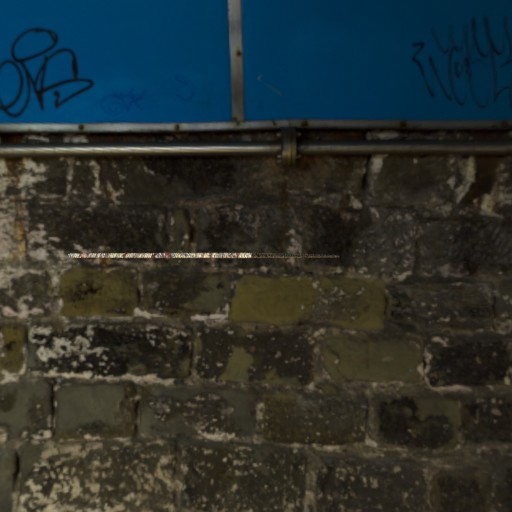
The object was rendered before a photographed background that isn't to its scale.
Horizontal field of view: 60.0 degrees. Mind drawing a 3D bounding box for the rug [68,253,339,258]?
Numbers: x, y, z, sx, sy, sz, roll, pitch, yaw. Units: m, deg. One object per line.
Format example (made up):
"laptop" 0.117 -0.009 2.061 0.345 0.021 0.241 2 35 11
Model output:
"rug" 0.000 0.000 2.555 0.688 0.015 2.292 0 0 17
